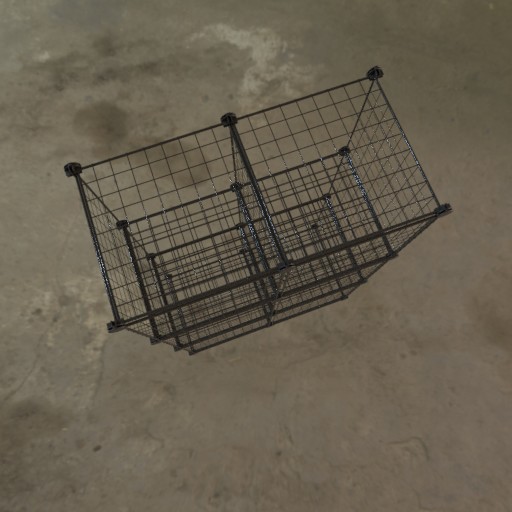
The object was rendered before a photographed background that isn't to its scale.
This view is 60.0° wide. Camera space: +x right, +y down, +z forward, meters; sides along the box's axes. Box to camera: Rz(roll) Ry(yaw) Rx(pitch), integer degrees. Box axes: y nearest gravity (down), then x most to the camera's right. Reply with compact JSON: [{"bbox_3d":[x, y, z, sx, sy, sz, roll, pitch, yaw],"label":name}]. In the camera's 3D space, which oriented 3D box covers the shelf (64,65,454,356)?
[{"bbox_3d":[0.000,0.000,1.400,0.711,1.067,0.356,-19,76,-5],"label":"shelf"}]
